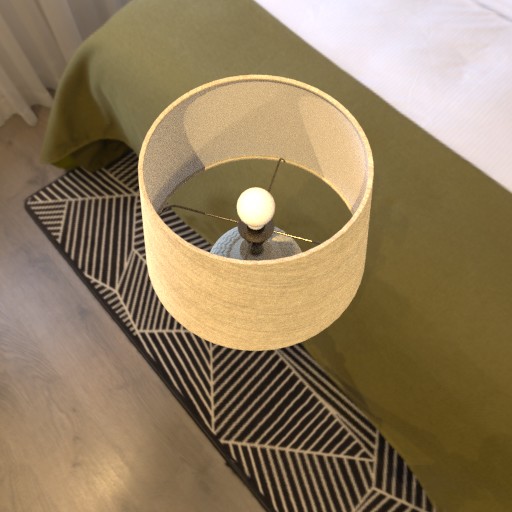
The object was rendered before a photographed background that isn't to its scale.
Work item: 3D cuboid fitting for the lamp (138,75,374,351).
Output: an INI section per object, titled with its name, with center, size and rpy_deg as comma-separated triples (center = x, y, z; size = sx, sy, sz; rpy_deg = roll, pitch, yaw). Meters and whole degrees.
[lamp]
center = 0.000, 0.000, 0.841
size = 0.390, 0.580, 0.390
rpy_deg = 0, 64, 0
